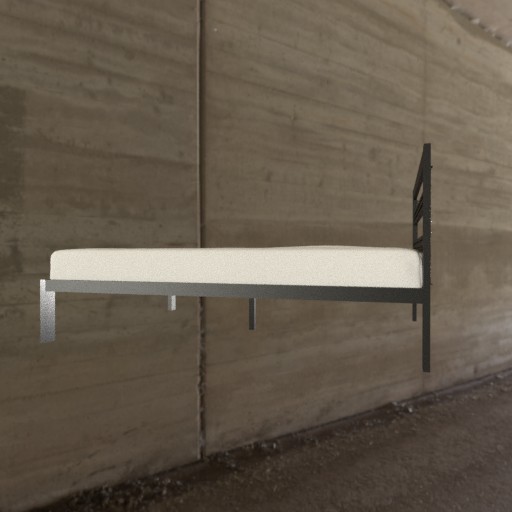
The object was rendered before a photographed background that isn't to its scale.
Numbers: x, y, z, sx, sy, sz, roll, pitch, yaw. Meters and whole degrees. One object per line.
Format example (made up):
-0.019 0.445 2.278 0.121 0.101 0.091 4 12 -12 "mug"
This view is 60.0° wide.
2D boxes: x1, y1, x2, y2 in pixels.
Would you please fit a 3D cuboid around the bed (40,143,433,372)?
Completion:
0.000 0.000 2.904 2.062 0.967 1.524 0 1 18 "bed"
